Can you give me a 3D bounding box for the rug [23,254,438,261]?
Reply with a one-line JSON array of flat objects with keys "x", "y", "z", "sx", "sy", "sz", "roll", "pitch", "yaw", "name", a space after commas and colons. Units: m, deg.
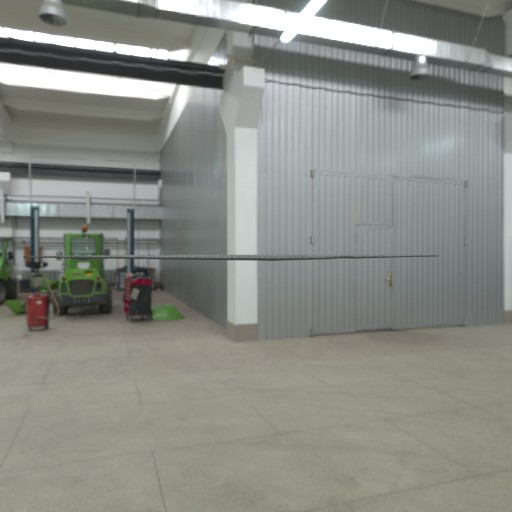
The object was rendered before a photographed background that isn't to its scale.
[{"x": 0.000, "y": 0.000, "z": 4.096, "sx": 2.456, "sy": 0.021, "sz": 3.068, "roll": 0, "pitch": 1, "yaw": 36, "name": "rug"}]
